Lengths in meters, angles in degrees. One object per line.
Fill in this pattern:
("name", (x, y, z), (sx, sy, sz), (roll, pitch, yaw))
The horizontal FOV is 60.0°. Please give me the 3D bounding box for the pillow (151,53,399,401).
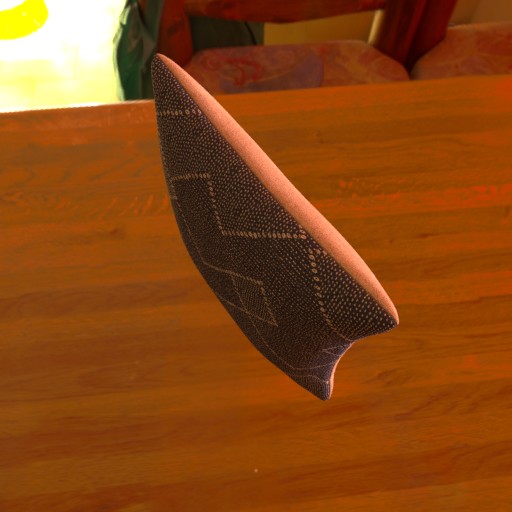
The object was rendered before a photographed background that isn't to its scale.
("pillow", (0.000, 0.000, 0.664), (0.148, 0.428, 0.435), (-33, 69, -15))
